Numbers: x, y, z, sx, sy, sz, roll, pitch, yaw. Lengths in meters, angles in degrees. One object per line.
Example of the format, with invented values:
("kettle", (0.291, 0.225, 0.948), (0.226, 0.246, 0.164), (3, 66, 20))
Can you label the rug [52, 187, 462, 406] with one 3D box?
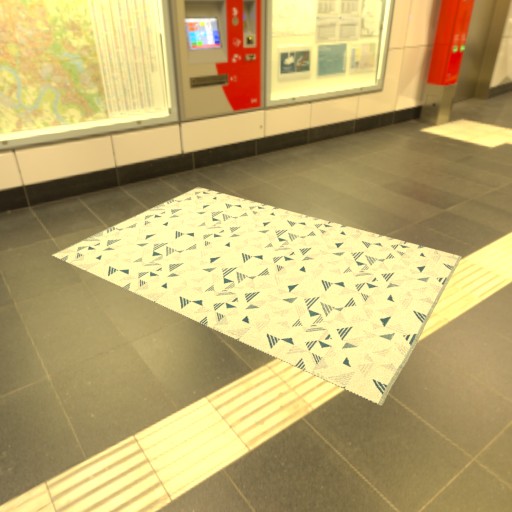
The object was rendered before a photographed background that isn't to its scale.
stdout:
("rug", (0.000, 0.000, 2.361), (1.835, 0.003, 1.206), (19, 35, 29))
